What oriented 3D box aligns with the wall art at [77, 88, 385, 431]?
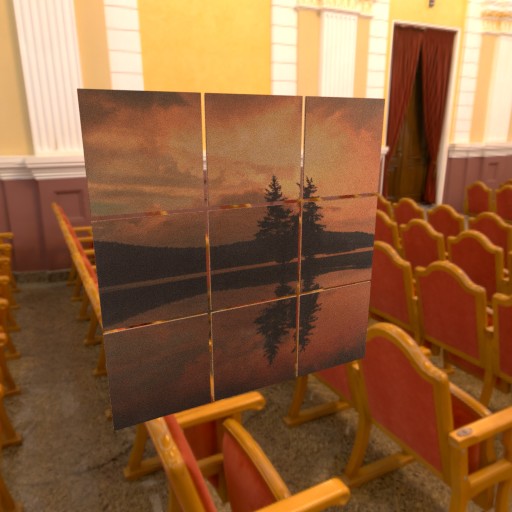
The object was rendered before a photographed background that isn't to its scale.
[{"bbox_3d":[0.000,0.000,2.223,1.520,1.525,0.013,-8,18,-26],"label":"wall art"}]
